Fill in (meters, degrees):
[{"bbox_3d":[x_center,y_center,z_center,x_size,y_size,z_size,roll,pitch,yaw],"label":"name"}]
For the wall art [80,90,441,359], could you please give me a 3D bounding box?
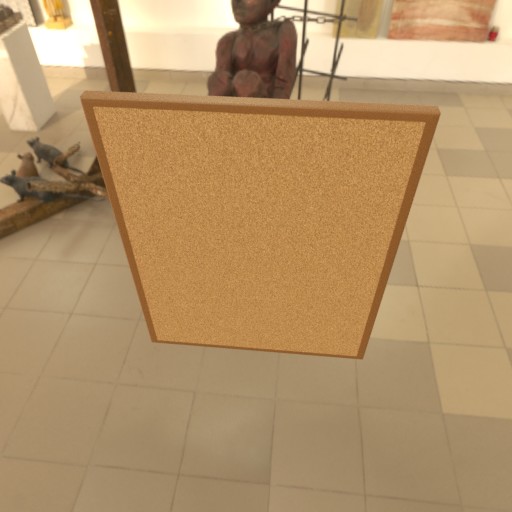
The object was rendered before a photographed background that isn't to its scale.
[{"bbox_3d":[0.000,0.000,0.516,0.310,0.379,0.015,4,45,4],"label":"wall art"}]
